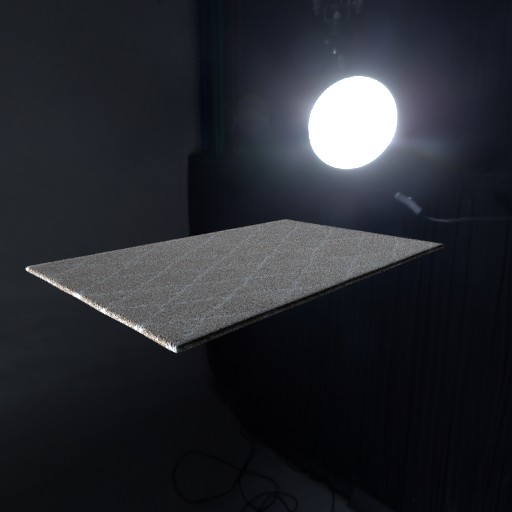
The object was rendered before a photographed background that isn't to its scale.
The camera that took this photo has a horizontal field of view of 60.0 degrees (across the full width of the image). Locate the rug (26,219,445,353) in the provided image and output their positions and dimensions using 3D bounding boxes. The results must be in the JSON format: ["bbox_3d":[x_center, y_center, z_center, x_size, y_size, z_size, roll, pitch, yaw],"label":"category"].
[{"bbox_3d":[0.000,0.000,3.396,1.778,0.030,2.743,14,20,43],"label":"rug"}]
